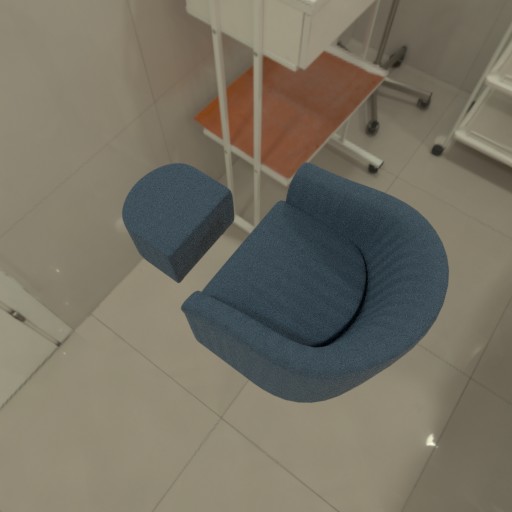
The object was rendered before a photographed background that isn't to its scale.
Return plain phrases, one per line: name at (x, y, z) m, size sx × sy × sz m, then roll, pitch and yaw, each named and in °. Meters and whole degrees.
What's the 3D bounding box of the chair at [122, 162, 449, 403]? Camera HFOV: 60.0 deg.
chair at (0.000, 0.000, 1.757) m, size 1.288 × 0.757 × 0.756 m, roll 33°, pitch 68°, yaw 15°
